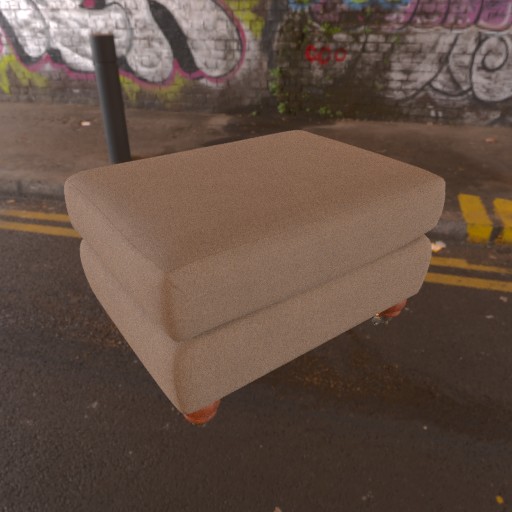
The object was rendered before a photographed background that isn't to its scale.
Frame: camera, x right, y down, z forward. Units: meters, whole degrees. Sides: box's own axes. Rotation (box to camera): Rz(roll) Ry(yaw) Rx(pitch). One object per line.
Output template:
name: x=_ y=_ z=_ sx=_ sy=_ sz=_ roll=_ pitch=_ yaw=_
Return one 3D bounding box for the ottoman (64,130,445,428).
ottoman: x=0.000 y=0.000 z=1.155 sx=0.773 sy=0.504 sz=0.569 roll=-20 pitch=35 yaw=-31
